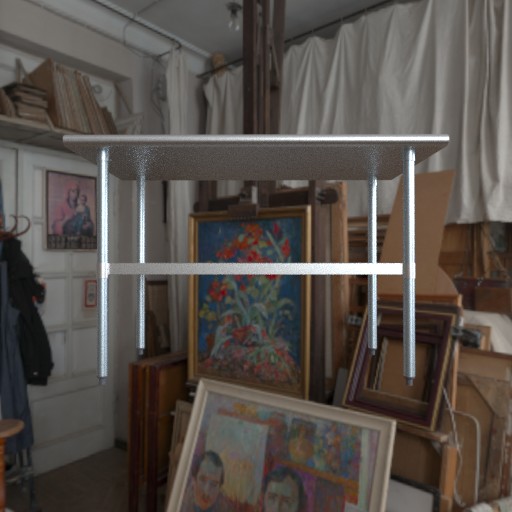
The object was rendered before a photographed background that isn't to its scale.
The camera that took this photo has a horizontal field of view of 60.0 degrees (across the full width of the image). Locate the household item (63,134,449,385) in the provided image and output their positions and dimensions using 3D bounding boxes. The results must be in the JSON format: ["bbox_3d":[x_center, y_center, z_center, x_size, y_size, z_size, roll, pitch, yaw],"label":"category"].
[{"bbox_3d":[0.000,0.000,1.698,1.219,0.851,0.610,0,-1,0],"label":"household item"}]
